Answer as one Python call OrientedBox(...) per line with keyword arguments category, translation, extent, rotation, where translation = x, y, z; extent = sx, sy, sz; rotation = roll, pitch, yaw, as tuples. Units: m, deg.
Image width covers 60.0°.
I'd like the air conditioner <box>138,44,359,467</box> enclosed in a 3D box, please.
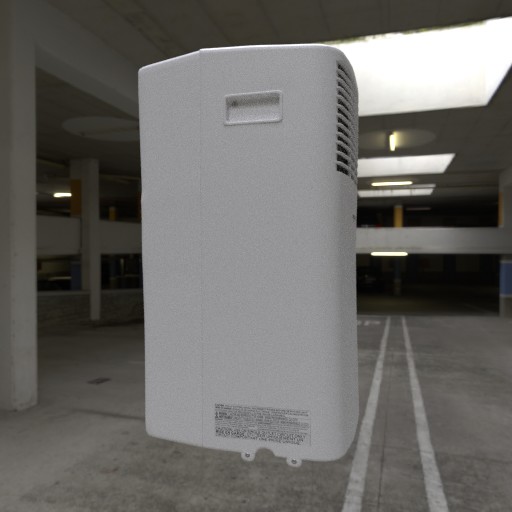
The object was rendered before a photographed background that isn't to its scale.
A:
OrientedBox(category="air conditioner", translation=(0.000, 0.000, 0.779), extent=(0.349, 0.606, 0.304), rotation=(0, 1, 17))
